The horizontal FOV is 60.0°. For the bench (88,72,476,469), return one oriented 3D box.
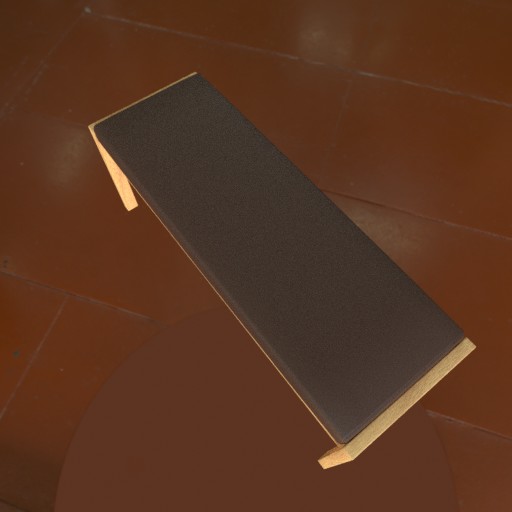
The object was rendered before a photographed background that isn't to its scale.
[{"bbox_3d":[0.000,0.000,1.402,0.405,0.480,1.200,-34,67,-17],"label":"bench"}]
